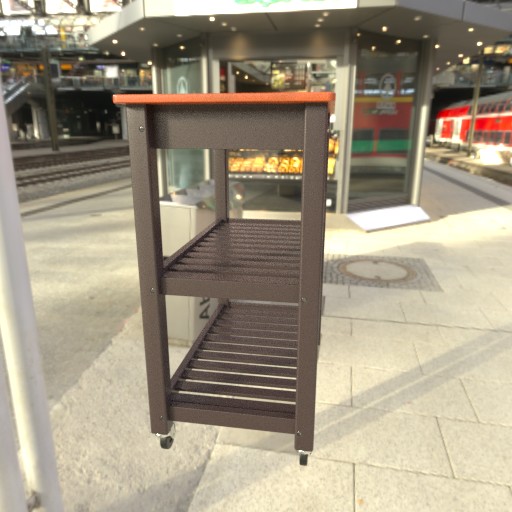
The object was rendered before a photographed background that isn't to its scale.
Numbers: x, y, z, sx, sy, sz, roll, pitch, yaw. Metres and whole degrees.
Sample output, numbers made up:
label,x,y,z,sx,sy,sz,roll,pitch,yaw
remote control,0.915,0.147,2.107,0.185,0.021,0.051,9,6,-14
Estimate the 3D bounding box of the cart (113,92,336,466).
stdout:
label,x,y,z,sx,sy,sz,roll,pitch,yaw
cart,0.000,0.000,1.431,0.457,0.927,0.899,3,16,9
